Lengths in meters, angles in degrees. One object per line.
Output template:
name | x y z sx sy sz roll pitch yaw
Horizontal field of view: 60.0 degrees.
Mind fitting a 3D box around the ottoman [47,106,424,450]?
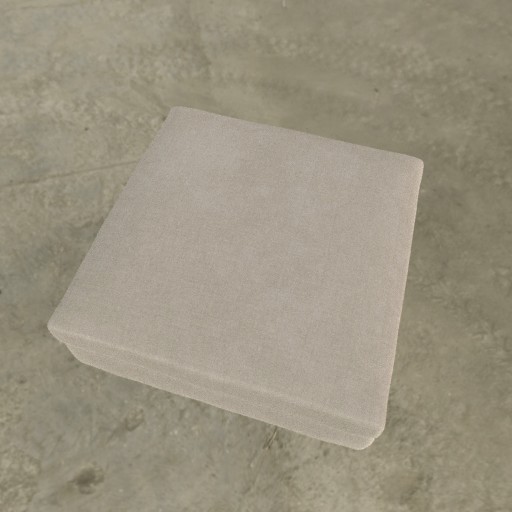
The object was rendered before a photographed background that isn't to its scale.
ottoman | 0.000 0.000 1.812 1.203 0.517 1.171 15 60 9
